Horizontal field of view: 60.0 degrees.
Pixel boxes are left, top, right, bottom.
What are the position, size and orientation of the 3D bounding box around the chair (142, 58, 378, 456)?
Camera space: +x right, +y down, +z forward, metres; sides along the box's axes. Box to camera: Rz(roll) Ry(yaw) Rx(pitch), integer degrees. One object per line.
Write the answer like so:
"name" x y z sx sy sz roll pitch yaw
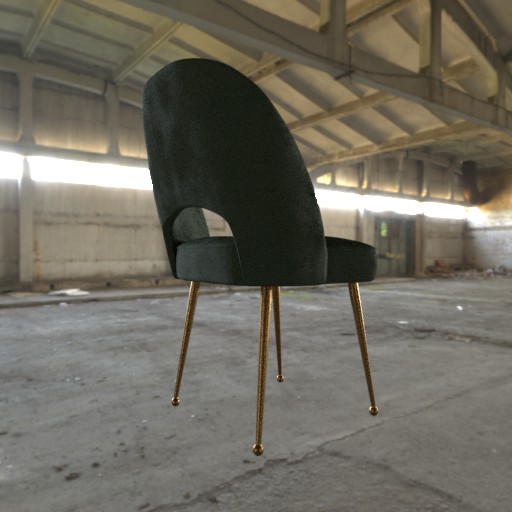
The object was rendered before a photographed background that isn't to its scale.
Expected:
"chair" 0.000 0.000 1.201 0.577 0.860 0.527 0 0 -37
